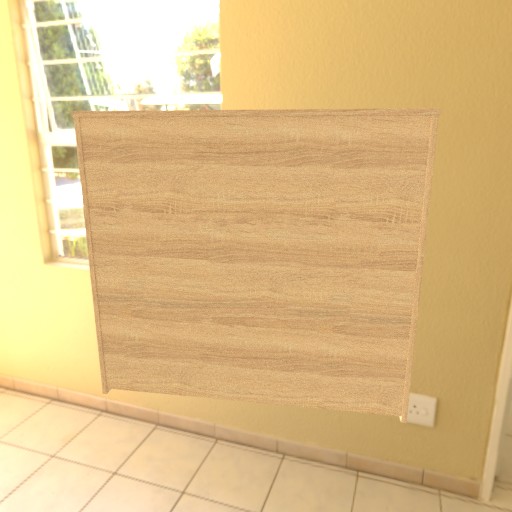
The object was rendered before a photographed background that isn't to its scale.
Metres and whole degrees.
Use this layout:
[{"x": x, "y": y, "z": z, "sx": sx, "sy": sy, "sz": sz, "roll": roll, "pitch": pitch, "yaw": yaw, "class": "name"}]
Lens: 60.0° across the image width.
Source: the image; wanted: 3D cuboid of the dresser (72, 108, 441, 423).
[{"x": 0.000, "y": 0.000, "z": 1.462, "sx": 0.980, "sy": 0.900, "sz": 0.380, "roll": 2, "pitch": 16, "yaw": 9, "class": "dresser"}]
